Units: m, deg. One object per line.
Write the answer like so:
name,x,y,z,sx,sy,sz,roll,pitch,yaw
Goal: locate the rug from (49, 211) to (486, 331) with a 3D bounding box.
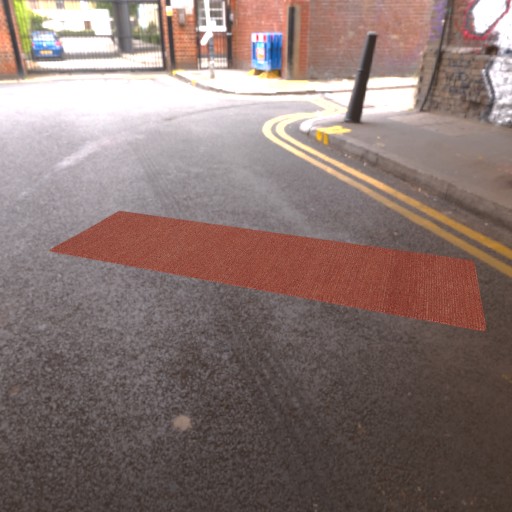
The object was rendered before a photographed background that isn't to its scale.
rug,0.000,0.000,2.502,2.307,0.012,0.687,9,28,18
